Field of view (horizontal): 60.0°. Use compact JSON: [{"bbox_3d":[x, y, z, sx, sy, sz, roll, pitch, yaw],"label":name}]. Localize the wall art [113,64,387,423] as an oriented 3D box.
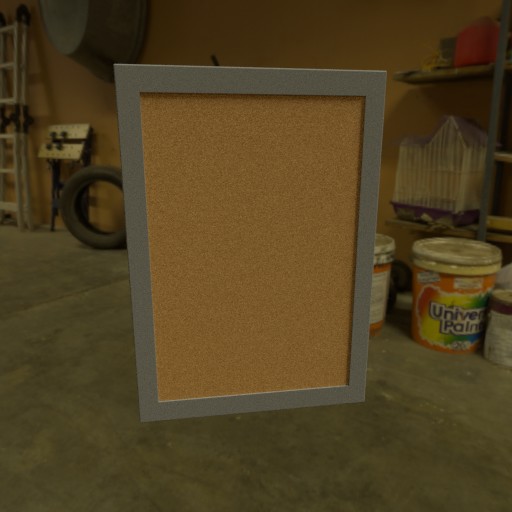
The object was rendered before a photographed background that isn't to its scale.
[{"bbox_3d":[0.000,0.000,0.670,0.374,0.529,0.012,-2,14,-9],"label":"wall art"}]
